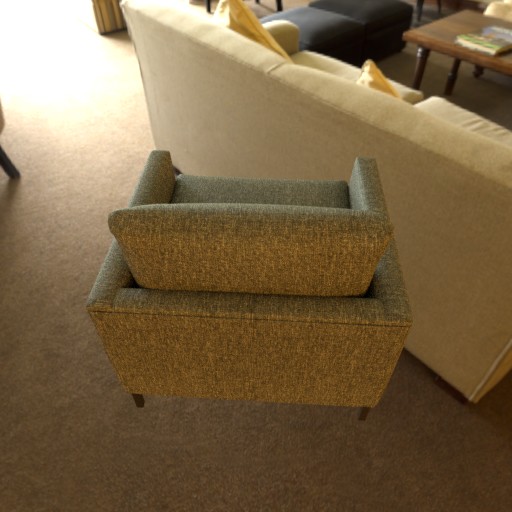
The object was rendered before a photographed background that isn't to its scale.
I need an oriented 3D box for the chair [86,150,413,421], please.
[{"bbox_3d":[0.000,0.000,1.680,0.963,0.861,0.866,2,45,2],"label":"chair"}]
